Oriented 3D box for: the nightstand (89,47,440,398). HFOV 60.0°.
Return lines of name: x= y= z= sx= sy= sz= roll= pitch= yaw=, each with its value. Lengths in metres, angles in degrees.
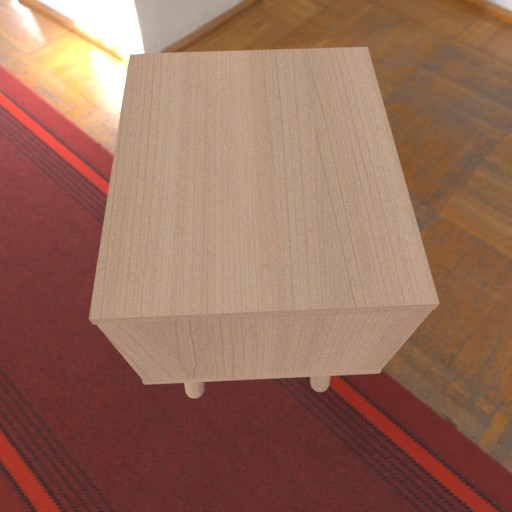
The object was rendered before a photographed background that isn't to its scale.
nightstand: x=0.000 y=0.000 z=0.822 sx=0.380 sy=0.530 sz=0.450 roll=-2 pitch=60 yaw=-1
